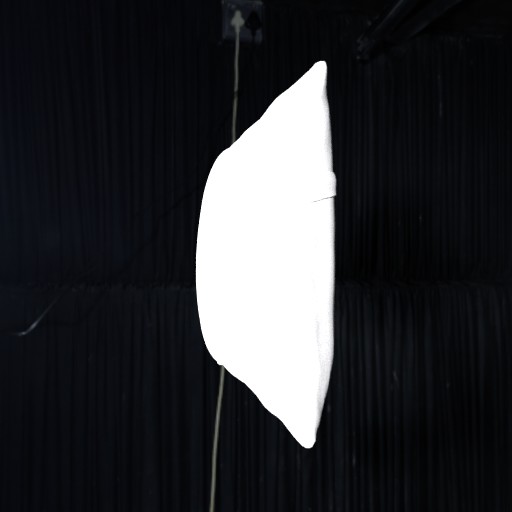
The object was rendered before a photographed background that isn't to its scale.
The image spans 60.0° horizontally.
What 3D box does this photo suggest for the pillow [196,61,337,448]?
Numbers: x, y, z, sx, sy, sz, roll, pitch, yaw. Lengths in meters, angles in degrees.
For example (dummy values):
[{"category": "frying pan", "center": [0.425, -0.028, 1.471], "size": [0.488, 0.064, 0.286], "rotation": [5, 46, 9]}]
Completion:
[{"category": "pillow", "center": [0.000, 0.000, 0.696], "size": [0.173, 0.436, 0.433], "rotation": [0, 0, -18]}]
